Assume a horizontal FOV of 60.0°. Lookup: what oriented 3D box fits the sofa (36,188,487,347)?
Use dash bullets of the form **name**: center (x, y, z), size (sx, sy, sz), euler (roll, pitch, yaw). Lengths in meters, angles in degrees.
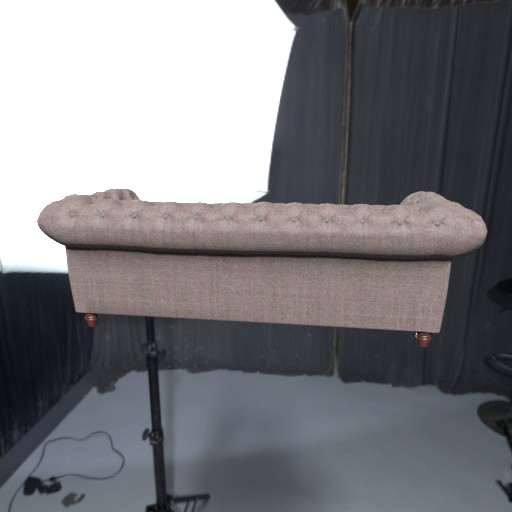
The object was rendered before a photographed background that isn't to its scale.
- **sofa**: center (0.000, 0.000, 2.727), size (2.385, 0.787, 0.944), euler (2, 14, 8)
